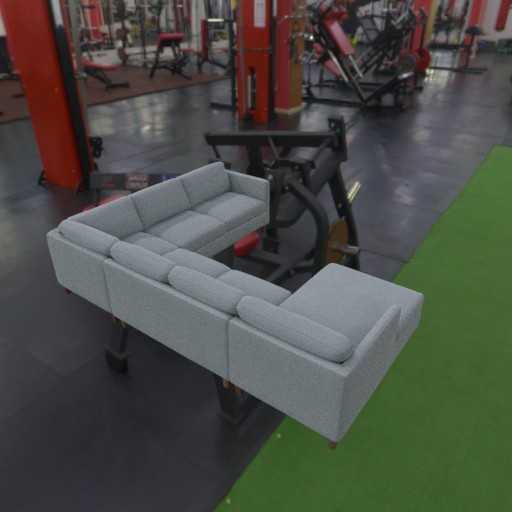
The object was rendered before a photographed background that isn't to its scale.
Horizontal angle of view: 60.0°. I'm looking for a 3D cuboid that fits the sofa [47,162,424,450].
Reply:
[{"bbox_3d":[0.000,0.000,4.441,3.238,0.853,2.551,20,35,31],"label":"sofa"}]
